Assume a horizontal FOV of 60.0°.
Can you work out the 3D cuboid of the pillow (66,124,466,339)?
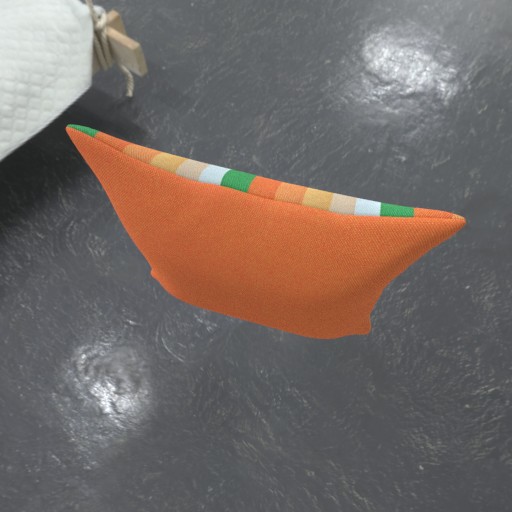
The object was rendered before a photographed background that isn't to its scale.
[{"bbox_3d":[0.000,0.000,0.682,0.453,0.444,0.169,14,66,7],"label":"pillow"}]
